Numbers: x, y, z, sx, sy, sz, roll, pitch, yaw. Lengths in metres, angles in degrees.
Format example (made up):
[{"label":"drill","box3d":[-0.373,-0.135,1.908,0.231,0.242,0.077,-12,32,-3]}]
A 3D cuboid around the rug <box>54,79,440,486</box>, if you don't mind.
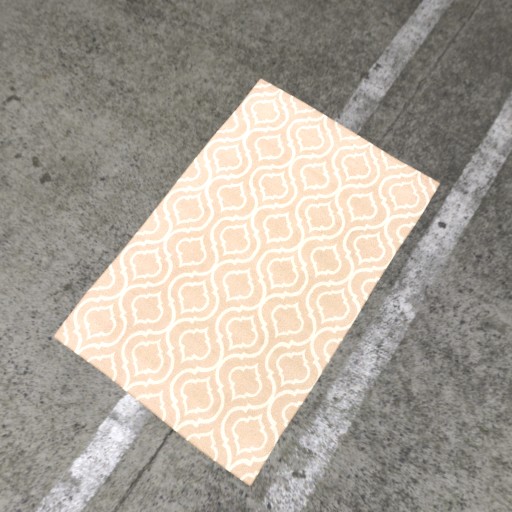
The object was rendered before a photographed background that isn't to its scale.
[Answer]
[{"label":"rug","box3d":[0.000,0.000,2.212,1.152,0.013,1.761,33,77,9]}]
